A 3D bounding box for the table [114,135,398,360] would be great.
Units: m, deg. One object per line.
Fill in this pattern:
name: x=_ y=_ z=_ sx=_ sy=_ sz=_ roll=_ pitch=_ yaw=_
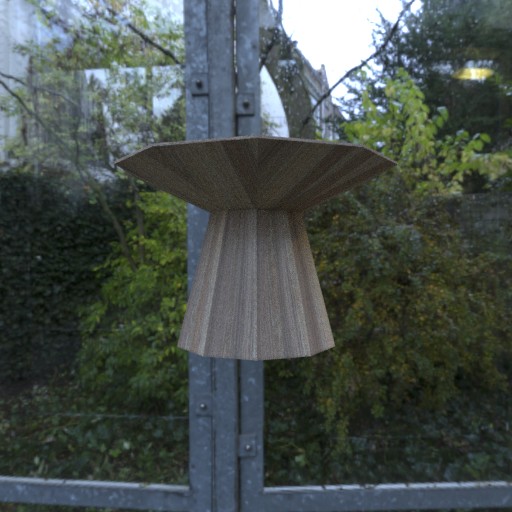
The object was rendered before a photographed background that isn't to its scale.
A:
table: x=0.000 y=0.000 z=1.951 sx=1.186 sy=0.752 sz=1.186 roll=0 pitch=1 yaw=0
